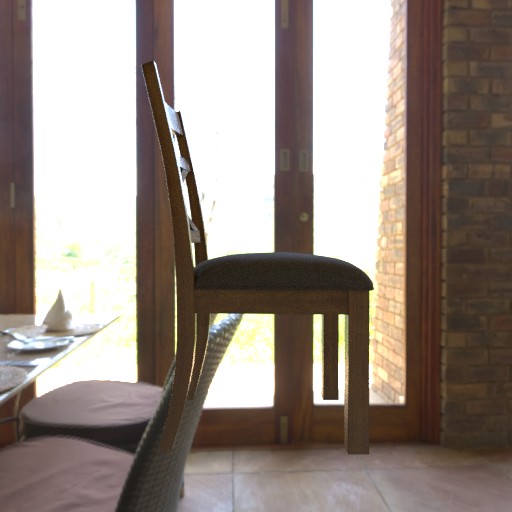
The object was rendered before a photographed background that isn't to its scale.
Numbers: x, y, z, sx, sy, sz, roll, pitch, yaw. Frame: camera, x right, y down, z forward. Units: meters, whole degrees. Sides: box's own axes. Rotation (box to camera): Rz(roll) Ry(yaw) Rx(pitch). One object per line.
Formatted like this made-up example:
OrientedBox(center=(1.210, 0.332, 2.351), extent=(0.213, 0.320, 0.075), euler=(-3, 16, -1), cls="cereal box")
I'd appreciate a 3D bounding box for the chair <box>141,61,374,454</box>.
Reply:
OrientedBox(center=(0.000, 0.000, 1.279), extent=(0.581, 0.949, 0.470), euler=(0, 1, 0), cls="chair")
